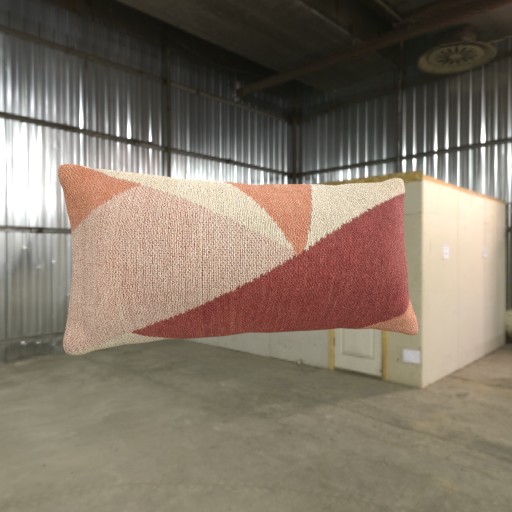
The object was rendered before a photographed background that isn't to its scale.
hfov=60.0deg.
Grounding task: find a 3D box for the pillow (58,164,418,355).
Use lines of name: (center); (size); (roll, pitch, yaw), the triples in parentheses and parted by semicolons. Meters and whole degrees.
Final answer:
pillow: (0.000, 0.000, 0.738); (0.609, 0.292, 0.155); (0, 1, -17)
